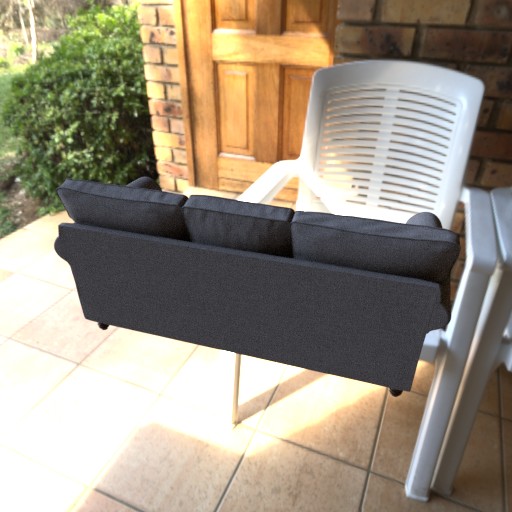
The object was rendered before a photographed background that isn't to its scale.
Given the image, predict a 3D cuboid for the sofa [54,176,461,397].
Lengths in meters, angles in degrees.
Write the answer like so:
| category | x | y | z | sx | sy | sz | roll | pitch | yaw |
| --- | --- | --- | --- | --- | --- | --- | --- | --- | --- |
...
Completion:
| category | x | y | z | sx | sy | sz | roll | pitch | yaw |
| --- | --- | --- | --- | --- | --- | --- | --- | --- | --- |
| sofa | 0.000 | 0.000 | 2.625 | 2.084 | 0.961 | 0.916 | 9 | 33 | 15 |
